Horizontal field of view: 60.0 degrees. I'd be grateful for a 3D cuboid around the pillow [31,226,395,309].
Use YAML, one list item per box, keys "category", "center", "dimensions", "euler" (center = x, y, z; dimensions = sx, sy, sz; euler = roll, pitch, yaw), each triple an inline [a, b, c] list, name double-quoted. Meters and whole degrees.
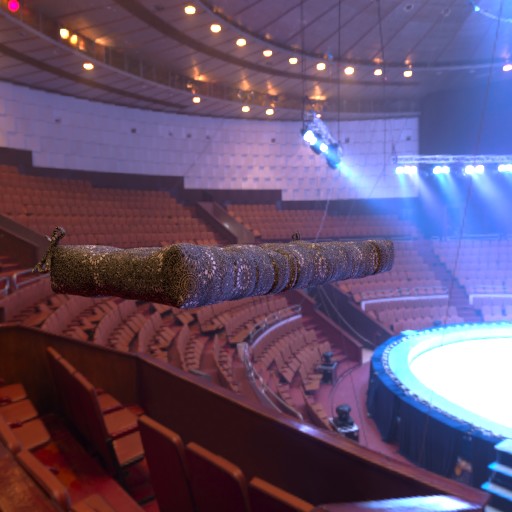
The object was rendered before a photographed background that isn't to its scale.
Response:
- category: "pillow"
  center: [0.000, 0.000, 1.370]
  dimensions: [0.511, 0.174, 1.194]
  euler: [2, 3, 36]
